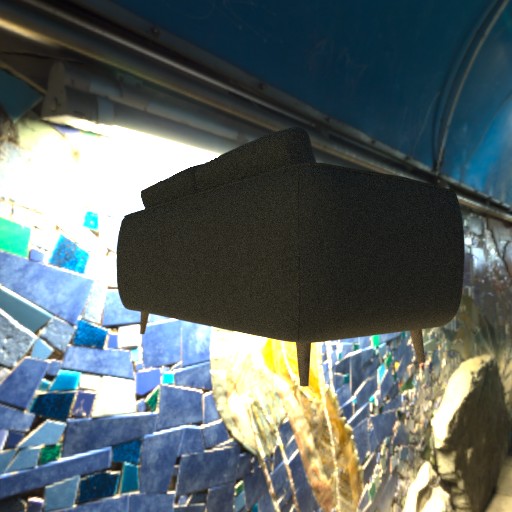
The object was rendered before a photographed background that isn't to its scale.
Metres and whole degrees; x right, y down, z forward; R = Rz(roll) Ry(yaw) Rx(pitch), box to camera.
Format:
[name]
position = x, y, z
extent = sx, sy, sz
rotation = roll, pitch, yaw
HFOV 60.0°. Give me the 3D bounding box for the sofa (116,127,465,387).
[sofa]
position = 0.000, 0.000, 2.168
extent = 0.920, 0.870, 1.700
rotation = 1, -2, -35
